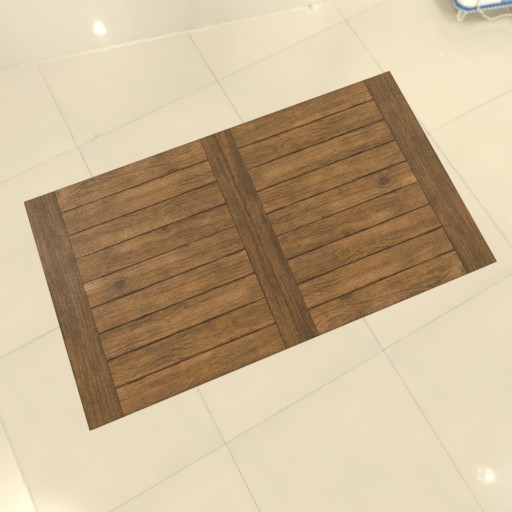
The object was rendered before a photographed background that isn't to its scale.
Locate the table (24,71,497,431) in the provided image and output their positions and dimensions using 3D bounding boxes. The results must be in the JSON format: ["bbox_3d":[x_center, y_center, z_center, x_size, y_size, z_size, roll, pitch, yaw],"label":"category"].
[{"bbox_3d":[0.000,0.000,2.118,1.641,0.757,0.931,-21,76,-6],"label":"table"}]
